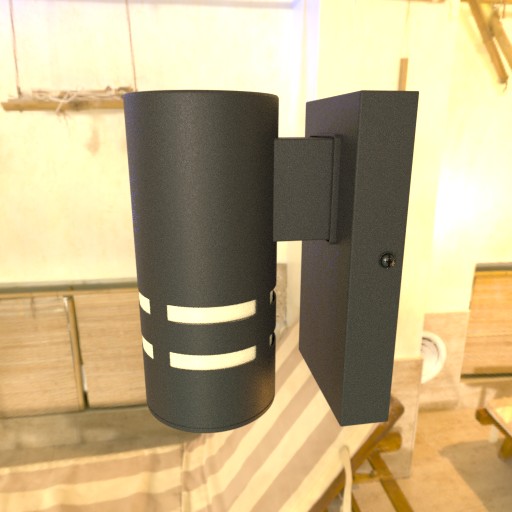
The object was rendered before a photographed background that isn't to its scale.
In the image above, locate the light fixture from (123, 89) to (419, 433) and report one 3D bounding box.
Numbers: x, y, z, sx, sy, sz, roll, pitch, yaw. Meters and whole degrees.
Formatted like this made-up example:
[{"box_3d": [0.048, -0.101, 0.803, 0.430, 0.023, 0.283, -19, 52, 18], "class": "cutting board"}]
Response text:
[{"box_3d": [0.000, 0.000, 0.262, 0.138, 0.179, 0.098, -3, 16, -9], "class": "light fixture"}]
